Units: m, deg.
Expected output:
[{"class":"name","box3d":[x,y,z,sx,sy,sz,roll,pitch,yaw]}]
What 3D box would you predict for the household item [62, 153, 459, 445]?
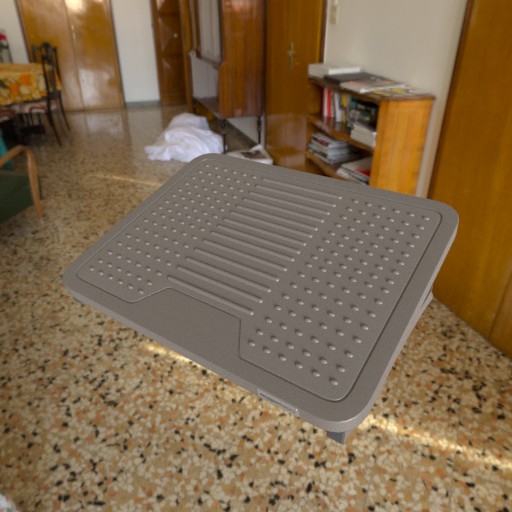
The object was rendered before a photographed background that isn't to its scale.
[{"class":"household item","box3d":[0.000,0.000,0.531,0.390,0.126,0.301,19,35,30]}]
